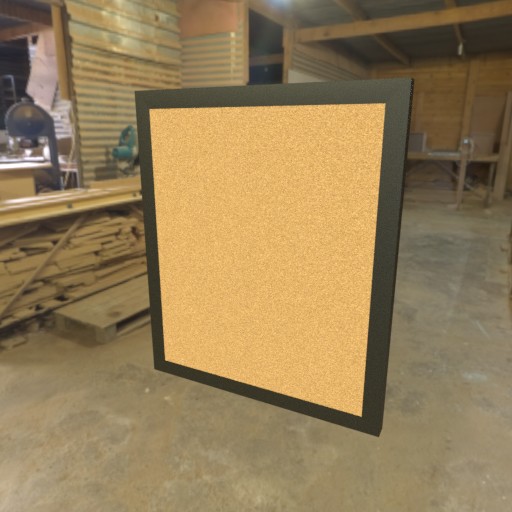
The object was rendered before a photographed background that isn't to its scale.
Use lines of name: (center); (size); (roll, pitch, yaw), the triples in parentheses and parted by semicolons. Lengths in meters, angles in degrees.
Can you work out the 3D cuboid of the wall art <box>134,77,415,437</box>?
wall art: (0.000, 0.000, 0.707); (0.432, 0.508, 0.025); (8, 18, 26)
